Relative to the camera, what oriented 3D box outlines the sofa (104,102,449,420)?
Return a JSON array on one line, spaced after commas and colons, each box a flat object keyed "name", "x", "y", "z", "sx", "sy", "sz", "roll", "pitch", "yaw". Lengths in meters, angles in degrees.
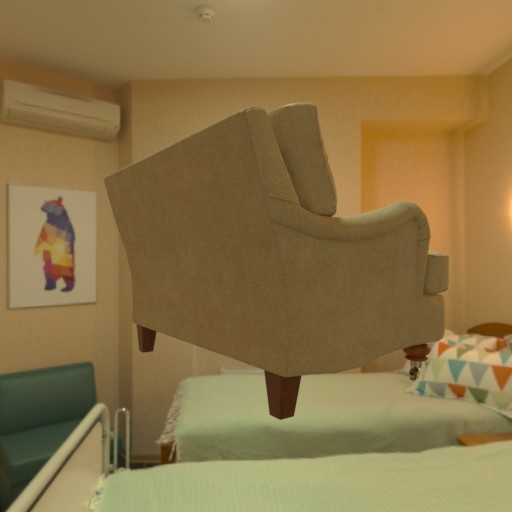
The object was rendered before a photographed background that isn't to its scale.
[{"name": "sofa", "x": 0.000, "y": 0.000, "z": 2.205, "sx": 1.086, "sy": 1.087, "sz": 1.498, "roll": 0, "pitch": 0, "yaw": -35}]
